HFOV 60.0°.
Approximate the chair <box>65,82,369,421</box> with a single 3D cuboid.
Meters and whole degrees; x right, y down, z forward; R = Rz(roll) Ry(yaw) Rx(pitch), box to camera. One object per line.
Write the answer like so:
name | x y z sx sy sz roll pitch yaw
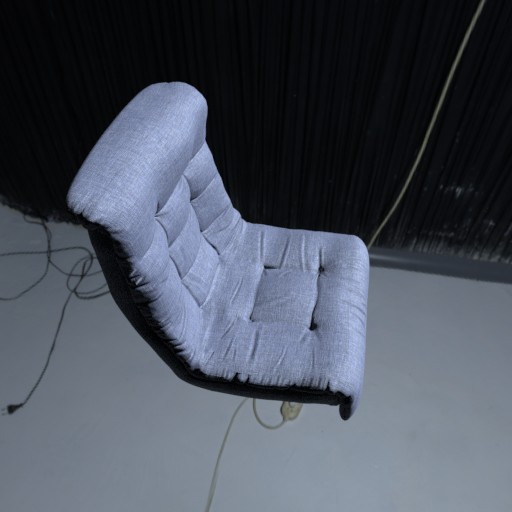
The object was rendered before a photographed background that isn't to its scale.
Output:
chair | 0.000 0.000 1.205 0.668 0.749 0.597 8 47 8
